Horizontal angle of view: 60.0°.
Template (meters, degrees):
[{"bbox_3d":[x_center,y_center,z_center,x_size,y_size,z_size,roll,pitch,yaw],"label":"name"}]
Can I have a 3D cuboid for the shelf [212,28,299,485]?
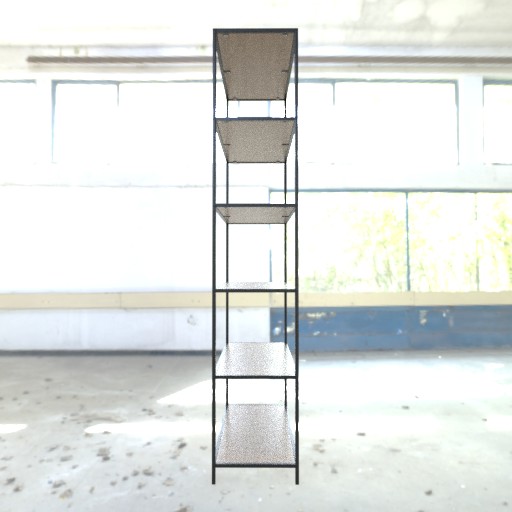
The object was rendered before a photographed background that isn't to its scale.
[{"bbox_3d":[0.000,0.000,2.181,0.350,1.850,0.770,0,-1,0],"label":"shelf"}]
